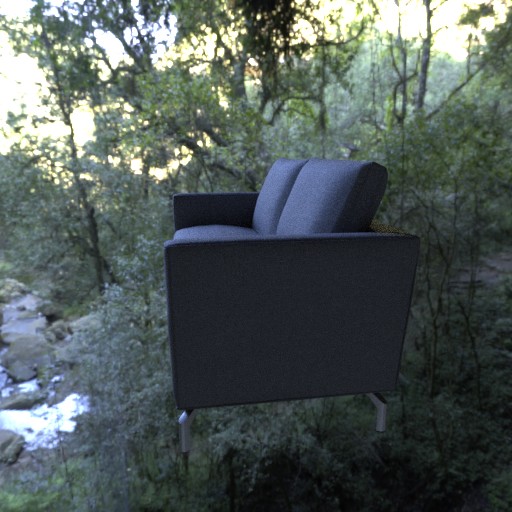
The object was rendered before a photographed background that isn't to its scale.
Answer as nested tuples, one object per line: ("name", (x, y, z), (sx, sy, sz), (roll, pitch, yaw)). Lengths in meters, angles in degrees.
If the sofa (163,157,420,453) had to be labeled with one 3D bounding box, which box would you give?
("sofa", (0.000, 0.000, 2.121), (0.803, 0.924, 1.594), (-2, 13, -9))
